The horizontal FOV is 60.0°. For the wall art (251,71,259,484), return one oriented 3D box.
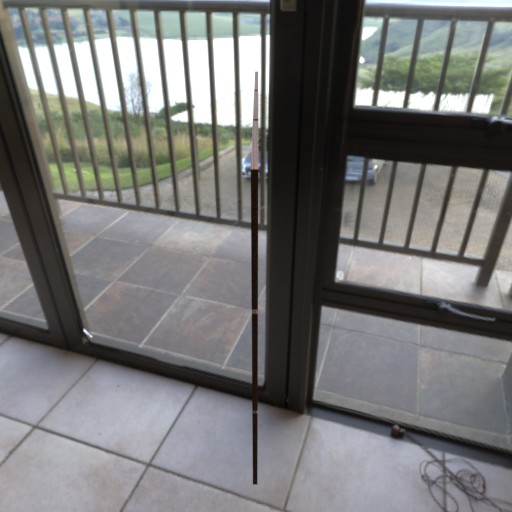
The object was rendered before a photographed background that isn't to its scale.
[{"bbox_3d":[0.000,0.000,1.367,0.013,0.914,0.915,0,32,0],"label":"wall art"}]
